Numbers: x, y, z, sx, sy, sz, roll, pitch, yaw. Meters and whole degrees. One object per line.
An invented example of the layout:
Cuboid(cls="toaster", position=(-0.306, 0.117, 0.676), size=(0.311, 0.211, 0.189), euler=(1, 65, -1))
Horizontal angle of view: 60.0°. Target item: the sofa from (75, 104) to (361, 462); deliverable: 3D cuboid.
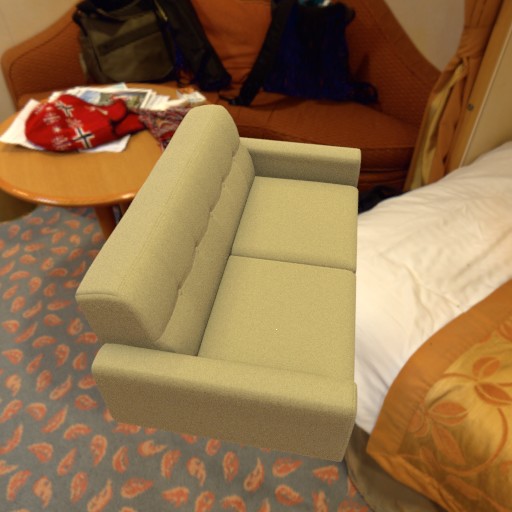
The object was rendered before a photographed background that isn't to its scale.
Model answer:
Cuboid(cls="sofa", position=(0.000, 0.000, 2.165), size=(0.980, 0.892, 1.655), euler=(7, 44, 7))
